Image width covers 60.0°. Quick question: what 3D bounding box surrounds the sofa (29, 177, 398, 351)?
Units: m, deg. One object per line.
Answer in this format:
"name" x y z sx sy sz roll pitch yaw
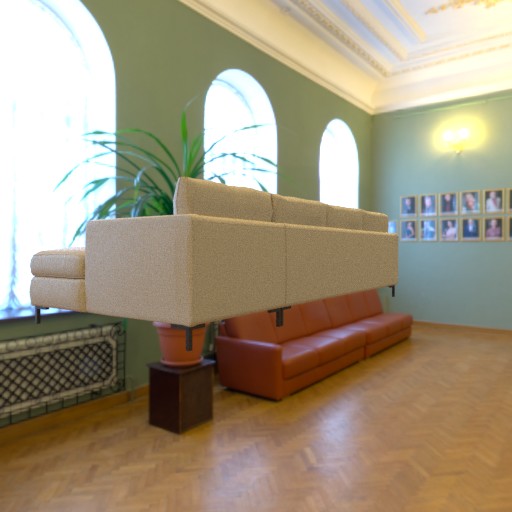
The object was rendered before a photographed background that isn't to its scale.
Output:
"sofa" 0.000 0.000 3.253 1.258 0.755 2.731 1 1 35
